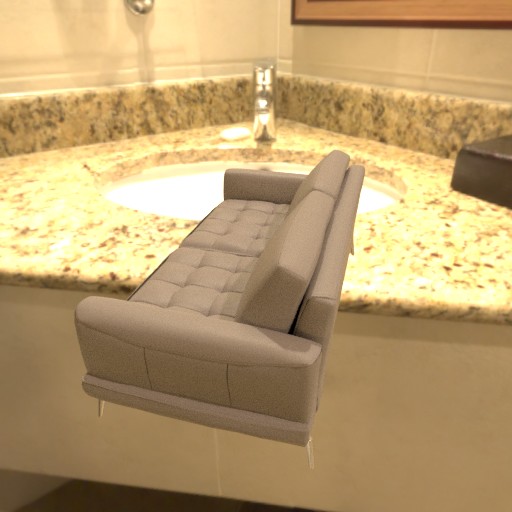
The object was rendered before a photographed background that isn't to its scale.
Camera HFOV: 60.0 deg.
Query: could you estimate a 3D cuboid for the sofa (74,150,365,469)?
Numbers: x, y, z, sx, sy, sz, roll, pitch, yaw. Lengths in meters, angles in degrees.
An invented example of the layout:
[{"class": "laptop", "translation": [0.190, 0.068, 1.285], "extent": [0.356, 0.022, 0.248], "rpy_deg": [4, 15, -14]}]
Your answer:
[{"class": "sofa", "translation": [0.000, 0.000, 2.699], "extent": [1.121, 0.930, 2.177], "rpy_deg": [8, 30, 14]}]
